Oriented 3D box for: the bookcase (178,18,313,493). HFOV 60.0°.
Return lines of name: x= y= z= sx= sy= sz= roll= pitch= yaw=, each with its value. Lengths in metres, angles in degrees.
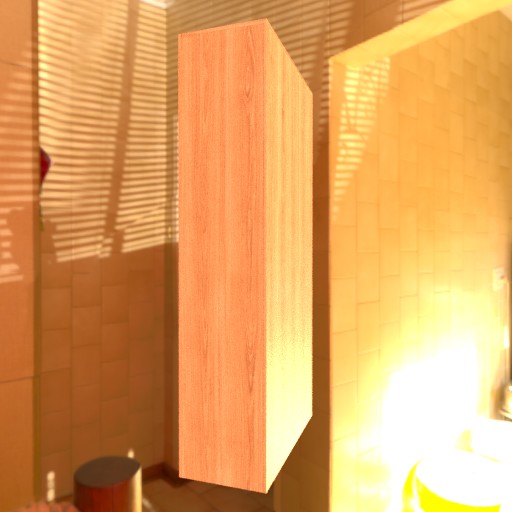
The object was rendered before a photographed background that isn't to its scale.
bookcase: x=0.000 y=0.000 z=2.401 sx=0.420 sy=2.020 sz=0.950 roll=0 pitch=1 yaw=19
